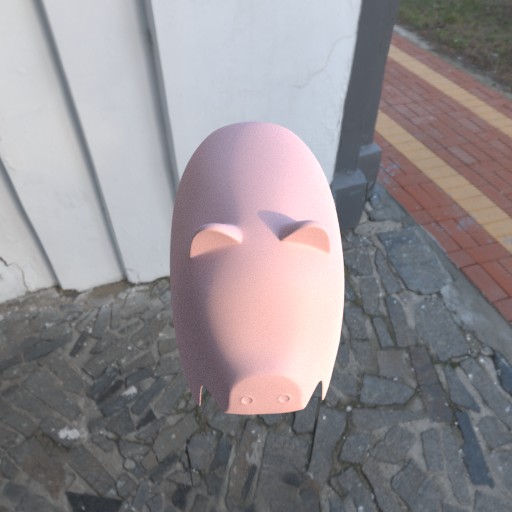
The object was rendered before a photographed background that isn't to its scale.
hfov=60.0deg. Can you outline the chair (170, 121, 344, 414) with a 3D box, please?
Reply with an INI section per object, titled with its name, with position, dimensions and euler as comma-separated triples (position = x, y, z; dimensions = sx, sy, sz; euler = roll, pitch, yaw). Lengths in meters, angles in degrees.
[chair]
position = 0.000, 0.000, 0.876
dimensions = 0.364, 0.423, 0.619
euler = -2, 46, -2
